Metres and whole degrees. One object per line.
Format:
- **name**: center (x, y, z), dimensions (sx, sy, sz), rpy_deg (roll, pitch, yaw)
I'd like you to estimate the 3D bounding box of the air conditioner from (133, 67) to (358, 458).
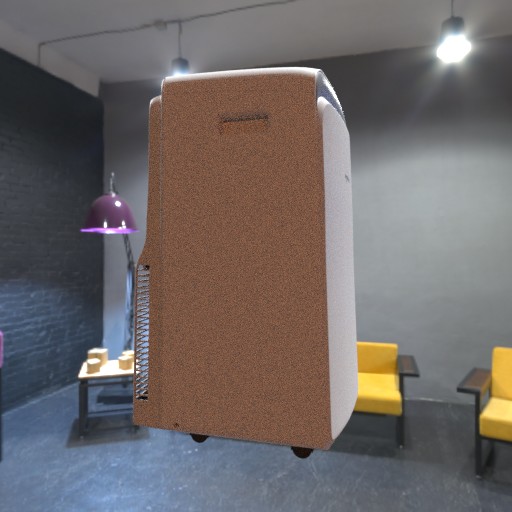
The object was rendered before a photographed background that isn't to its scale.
- **air conditioner**: center (0.000, 0.000, 1.064), dimensions (0.467, 0.765, 0.478), rpy_deg (0, 0, 19)
